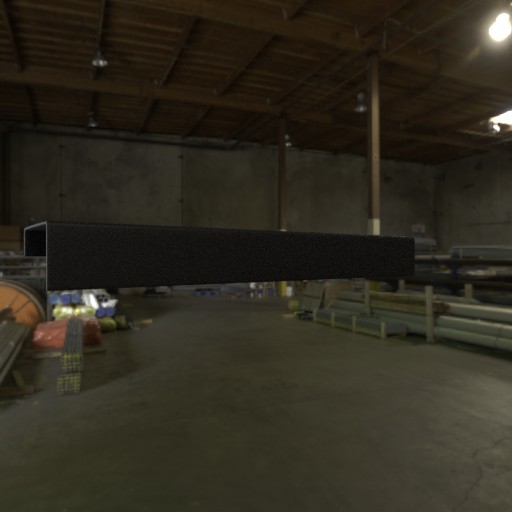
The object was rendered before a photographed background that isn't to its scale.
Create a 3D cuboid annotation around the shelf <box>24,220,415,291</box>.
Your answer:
[{"bbox_3d":[0.000,0.000,0.502,0.456,0.053,0.102,0,0,-36],"label":"shelf"}]
